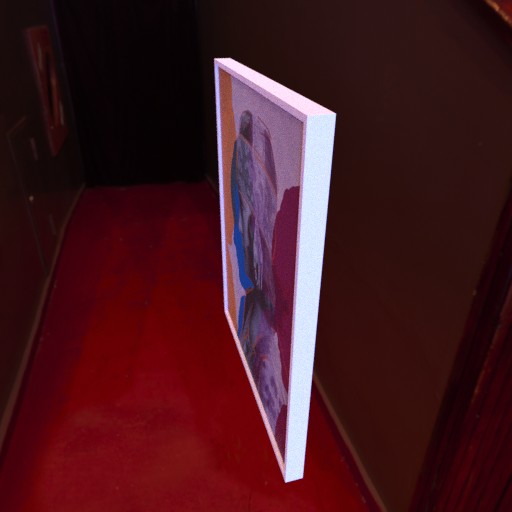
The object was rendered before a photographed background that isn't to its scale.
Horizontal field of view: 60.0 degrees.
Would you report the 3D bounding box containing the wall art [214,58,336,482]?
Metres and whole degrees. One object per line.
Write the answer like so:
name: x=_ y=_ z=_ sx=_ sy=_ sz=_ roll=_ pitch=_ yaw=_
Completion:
wall art: x=0.000 y=0.000 z=0.727 sx=0.030 sy=0.549 sz=0.443 roll=-8 pitch=31 yaw=-13
